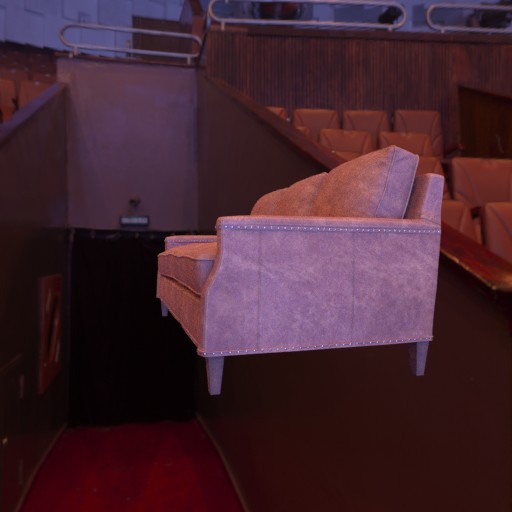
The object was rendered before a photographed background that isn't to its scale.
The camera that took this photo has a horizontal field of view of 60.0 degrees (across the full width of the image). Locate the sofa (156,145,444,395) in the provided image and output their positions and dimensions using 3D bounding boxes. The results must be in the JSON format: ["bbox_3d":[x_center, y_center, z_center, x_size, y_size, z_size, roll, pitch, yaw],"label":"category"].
[{"bbox_3d":[0.000,0.000,2.794,1.084,1.003,2.246,0,1,-17],"label":"sofa"}]
